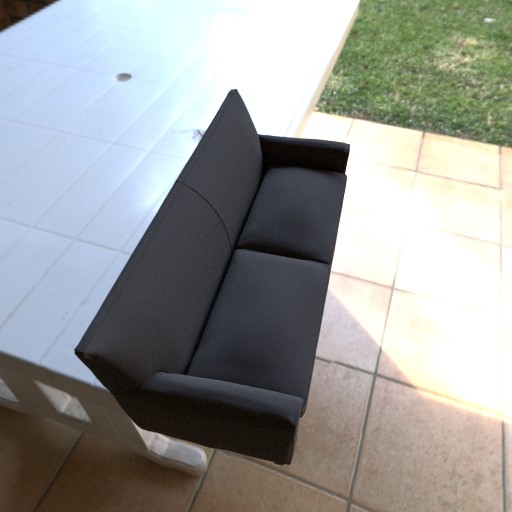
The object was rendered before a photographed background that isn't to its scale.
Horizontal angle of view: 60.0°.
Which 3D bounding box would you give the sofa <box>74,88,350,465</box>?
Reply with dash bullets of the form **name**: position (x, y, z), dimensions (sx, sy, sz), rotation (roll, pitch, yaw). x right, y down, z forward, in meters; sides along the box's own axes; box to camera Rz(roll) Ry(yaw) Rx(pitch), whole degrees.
- **sofa**: position (0.000, 0.000, 2.470), dimensions (0.843, 0.907, 2.002), rotation (10, 48, 9)
